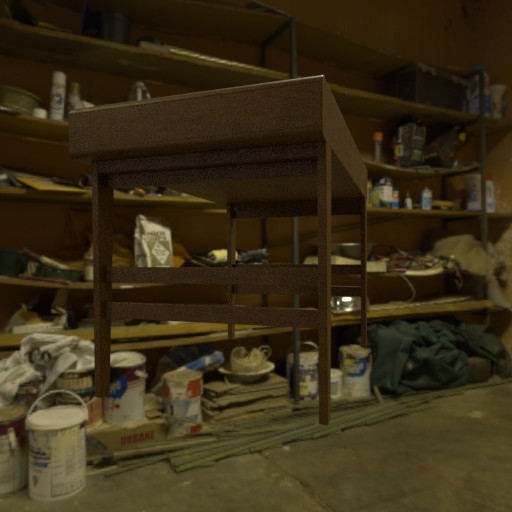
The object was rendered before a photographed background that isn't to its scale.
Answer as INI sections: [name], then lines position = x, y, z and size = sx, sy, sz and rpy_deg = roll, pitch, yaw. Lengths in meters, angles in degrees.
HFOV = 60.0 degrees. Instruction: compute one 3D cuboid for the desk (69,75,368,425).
[desk]
position = 0.000, 0.000, 1.533
size = 0.660, 0.754, 1.066
rpy_deg = 0, -1, 19
